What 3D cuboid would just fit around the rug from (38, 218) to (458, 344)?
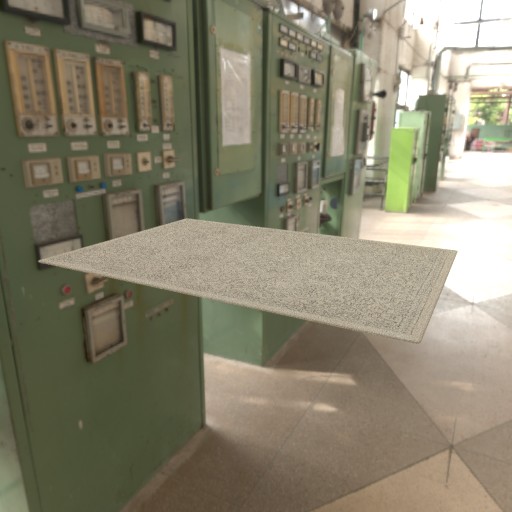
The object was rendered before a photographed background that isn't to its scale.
[{"bbox_3d":[0.000,0.000,2.311,1.829,0.010,1.219,9,18,27],"label":"rug"}]
